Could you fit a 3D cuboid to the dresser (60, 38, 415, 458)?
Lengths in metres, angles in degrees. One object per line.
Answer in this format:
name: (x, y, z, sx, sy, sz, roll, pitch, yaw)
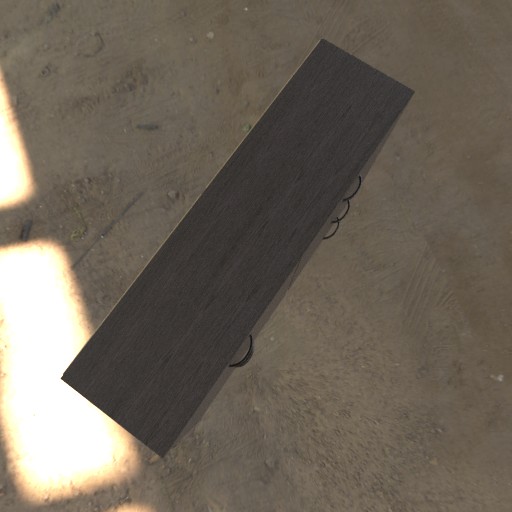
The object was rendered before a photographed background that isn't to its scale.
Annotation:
dresser: (0.000, 0.000, 1.712, 0.401, 0.755, 1.360, 34, 78, 8)
